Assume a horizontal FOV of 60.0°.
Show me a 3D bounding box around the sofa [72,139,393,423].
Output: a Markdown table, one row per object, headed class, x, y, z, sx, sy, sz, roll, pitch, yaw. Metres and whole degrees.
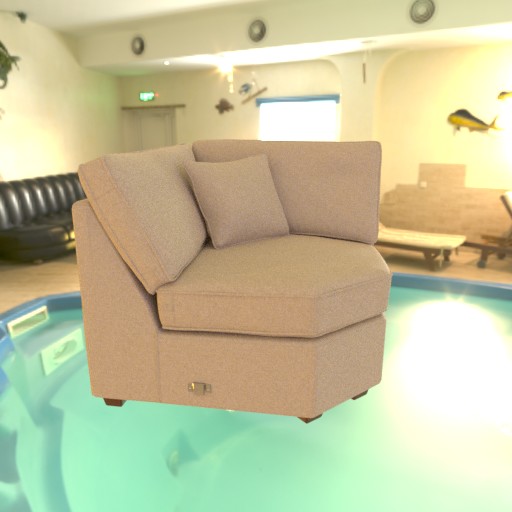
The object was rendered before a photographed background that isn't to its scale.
| class | x | y | z | sx | sy | sz | roll | pitch | yaw |
| --- | --- | --- | --- | --- | --- | --- | --- | --- | --- |
| sofa | 0.000 | 0.000 | 1.844 | 1.042 | 0.937 | 1.050 | 2 | 15 | 9 |
